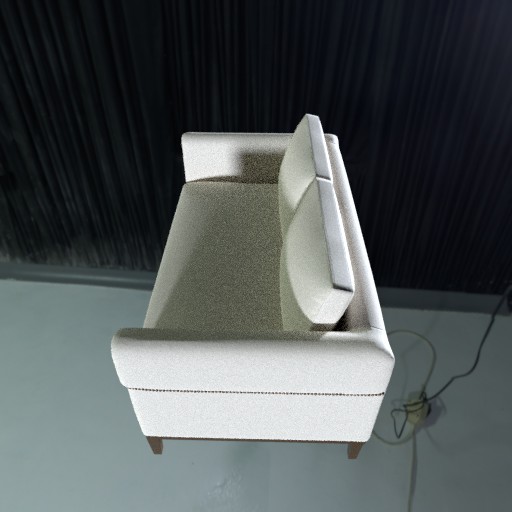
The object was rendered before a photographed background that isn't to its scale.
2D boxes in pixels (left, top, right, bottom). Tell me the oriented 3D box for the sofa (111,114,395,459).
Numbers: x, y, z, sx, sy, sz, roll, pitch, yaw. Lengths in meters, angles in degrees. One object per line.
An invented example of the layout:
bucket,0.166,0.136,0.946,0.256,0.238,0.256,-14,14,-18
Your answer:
sofa,0.000,0.000,2.119,0.905,0.873,1.598,1,40,1
